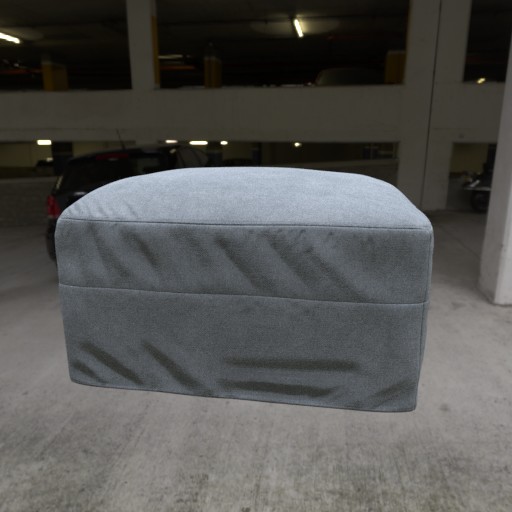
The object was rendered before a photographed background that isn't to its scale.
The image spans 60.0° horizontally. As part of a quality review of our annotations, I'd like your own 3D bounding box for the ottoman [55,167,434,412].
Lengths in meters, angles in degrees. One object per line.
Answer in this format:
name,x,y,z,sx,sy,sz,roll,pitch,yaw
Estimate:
ottoman,0.000,0.000,1.227,0.837,0.481,0.683,2,15,9
